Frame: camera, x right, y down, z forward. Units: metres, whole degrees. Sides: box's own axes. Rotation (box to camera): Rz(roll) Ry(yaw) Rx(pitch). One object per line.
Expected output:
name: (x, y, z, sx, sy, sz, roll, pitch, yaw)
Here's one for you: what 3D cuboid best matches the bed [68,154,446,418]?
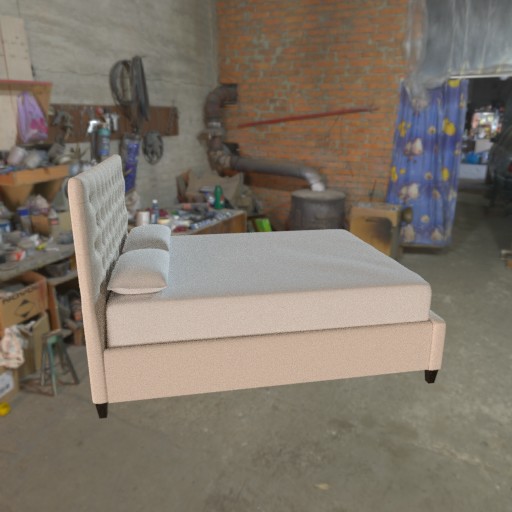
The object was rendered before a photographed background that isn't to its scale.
bed: (0.000, 0.000, 3.381, 2.233, 1.426, 1.696, -3, 17, -9)
